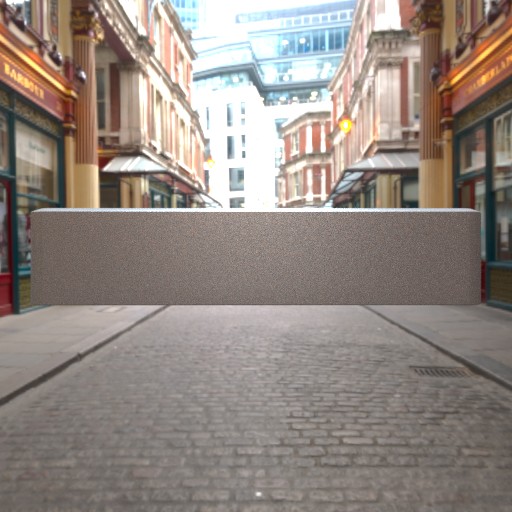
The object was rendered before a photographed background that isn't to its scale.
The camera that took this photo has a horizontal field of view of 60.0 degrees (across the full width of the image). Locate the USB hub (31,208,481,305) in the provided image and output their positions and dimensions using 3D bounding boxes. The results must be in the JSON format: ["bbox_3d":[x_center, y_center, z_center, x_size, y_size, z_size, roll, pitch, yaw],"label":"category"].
[{"bbox_3d":[0.000,0.000,0.126,0.110,0.023,0.044,0,0,0],"label":"USB hub"}]
